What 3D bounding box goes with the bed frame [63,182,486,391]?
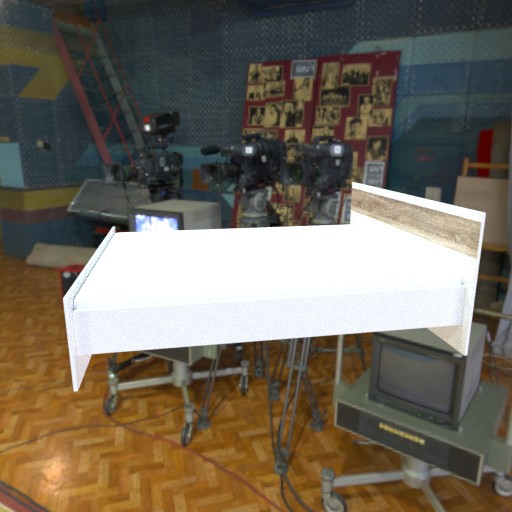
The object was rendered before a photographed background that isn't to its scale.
[{"bbox_3d":[0.000,0.000,2.990,2.060,0.800,1.720,-3,15,-10],"label":"bed frame"}]
